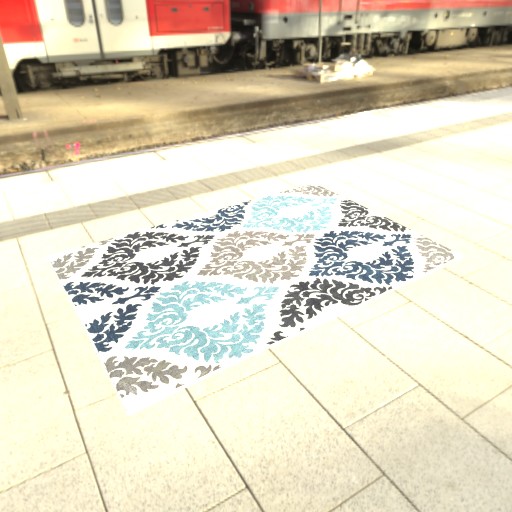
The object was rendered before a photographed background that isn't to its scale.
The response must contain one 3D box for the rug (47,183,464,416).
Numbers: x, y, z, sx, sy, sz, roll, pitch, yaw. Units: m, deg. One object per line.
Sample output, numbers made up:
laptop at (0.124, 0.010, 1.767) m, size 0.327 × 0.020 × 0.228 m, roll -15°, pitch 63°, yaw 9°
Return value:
rug at (0.000, 0.000, 2.893) m, size 2.275 × 0.014 × 1.514 m, roll -19°, pitch 36°, yaw -28°
